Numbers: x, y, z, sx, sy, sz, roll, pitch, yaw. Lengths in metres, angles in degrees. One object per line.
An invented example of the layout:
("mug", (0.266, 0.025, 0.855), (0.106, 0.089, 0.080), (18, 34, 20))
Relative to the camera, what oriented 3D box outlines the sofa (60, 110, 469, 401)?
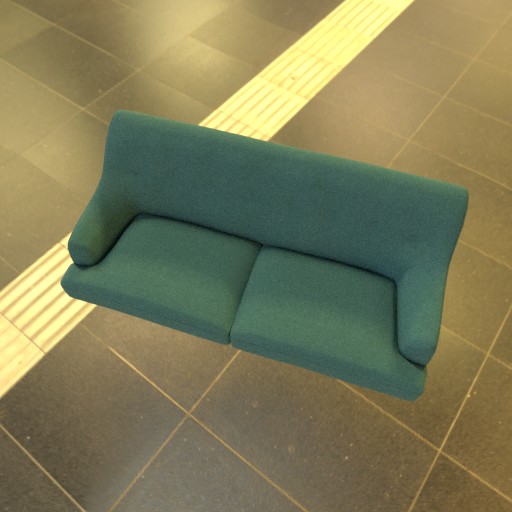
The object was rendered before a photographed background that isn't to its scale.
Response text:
("sofa", (0.000, 0.000, 2.516), (2.057, 0.871, 0.978), (15, 60, 9))
